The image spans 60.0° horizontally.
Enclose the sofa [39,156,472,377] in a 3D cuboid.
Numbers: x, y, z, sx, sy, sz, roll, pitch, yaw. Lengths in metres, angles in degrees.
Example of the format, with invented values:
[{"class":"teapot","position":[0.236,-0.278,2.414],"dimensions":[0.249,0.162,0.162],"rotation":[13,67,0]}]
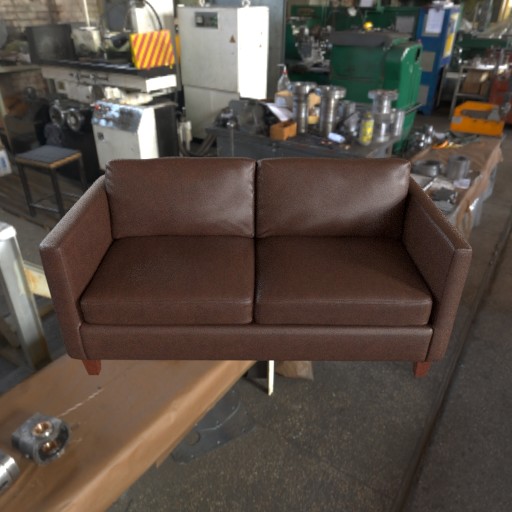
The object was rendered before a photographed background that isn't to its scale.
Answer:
[{"class":"sofa","position":[0.000,0.000,2.408],"dimensions":[1.883,0.933,0.951],"rotation":[0,30,0]}]
